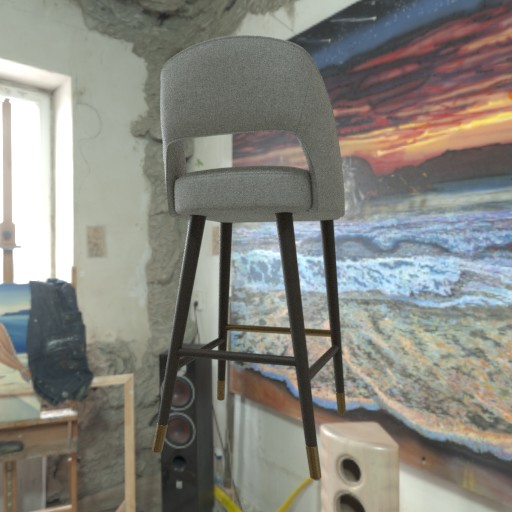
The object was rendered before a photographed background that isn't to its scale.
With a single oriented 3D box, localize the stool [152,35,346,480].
[{"bbox_3d":[0.000,0.000,1.281,0.494,1.037,0.509,0,1,19],"label":"stool"}]
